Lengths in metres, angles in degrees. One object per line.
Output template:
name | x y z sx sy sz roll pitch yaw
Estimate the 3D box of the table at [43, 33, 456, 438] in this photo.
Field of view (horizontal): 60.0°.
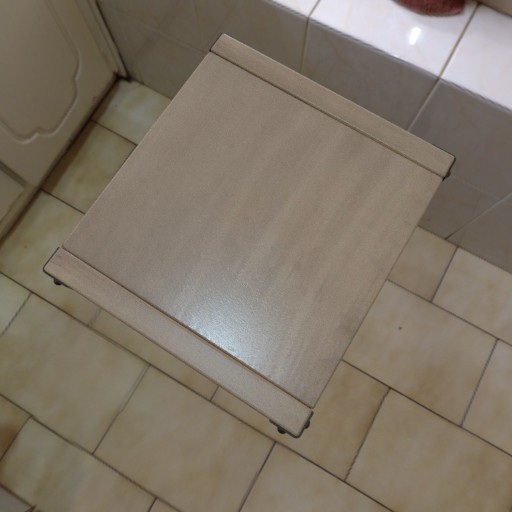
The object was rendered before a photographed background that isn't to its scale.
table | 0.000 0.000 0.951 0.459 0.561 0.510 31 78 7
